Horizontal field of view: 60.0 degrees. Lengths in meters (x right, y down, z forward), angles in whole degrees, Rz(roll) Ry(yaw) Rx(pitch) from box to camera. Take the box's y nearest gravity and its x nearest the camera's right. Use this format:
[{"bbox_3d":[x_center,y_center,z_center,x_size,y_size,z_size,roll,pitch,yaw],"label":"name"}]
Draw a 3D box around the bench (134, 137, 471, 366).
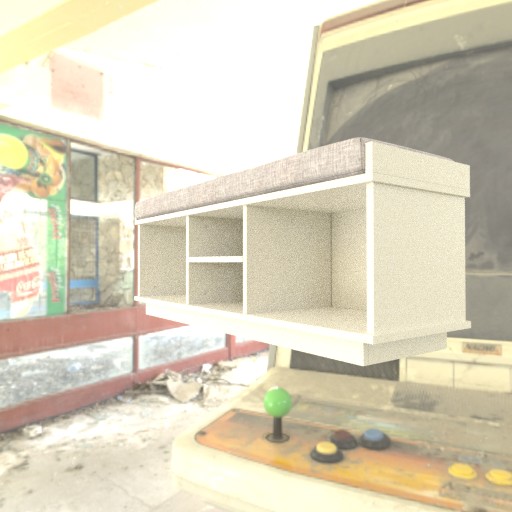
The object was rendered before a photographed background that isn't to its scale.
[{"bbox_3d":[0.000,0.000,1.408,0.363,0.453,1.196,1,-1,-36],"label":"bench"}]
